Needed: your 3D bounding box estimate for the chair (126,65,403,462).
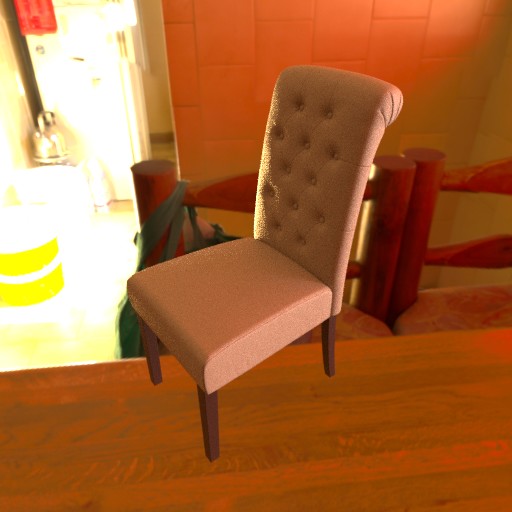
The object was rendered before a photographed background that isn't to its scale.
[{"bbox_3d":[0.000,0.000,1.348,0.671,1.006,0.456,-22,38,-31],"label":"chair"}]
